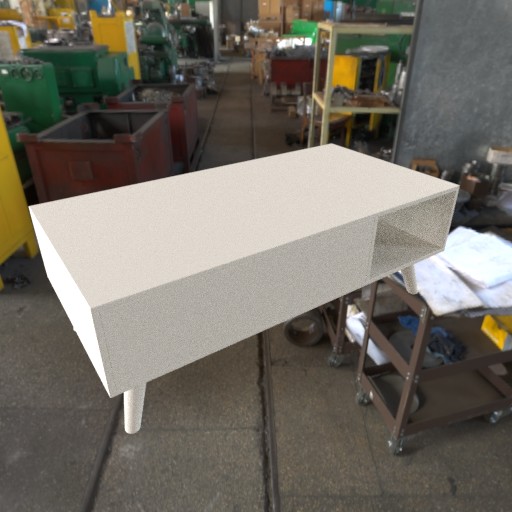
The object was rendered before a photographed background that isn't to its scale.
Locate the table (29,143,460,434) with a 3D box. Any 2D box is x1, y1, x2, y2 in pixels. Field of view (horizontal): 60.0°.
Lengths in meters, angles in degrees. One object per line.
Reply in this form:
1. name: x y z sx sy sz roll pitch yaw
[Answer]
1. table: 0.000 0.000 1.476 1.194 0.432 0.609 -19 34 -29
